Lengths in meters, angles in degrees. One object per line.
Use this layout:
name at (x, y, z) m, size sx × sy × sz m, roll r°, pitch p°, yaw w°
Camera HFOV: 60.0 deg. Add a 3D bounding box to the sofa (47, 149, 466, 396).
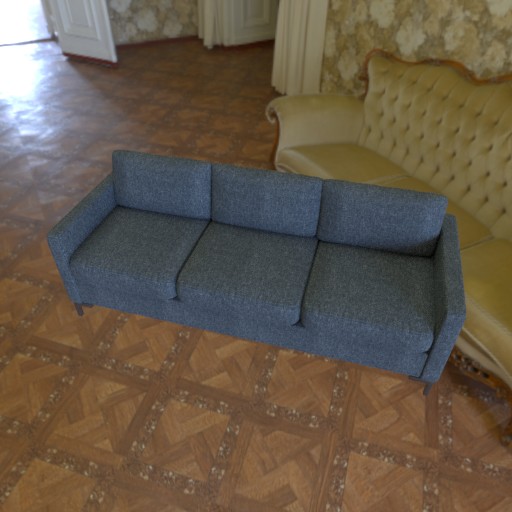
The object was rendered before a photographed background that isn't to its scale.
sofa at (0.000, 0.000, 2.667) m, size 2.218 × 0.874 × 0.859 m, roll 10°, pitch 42°, yaw 12°
